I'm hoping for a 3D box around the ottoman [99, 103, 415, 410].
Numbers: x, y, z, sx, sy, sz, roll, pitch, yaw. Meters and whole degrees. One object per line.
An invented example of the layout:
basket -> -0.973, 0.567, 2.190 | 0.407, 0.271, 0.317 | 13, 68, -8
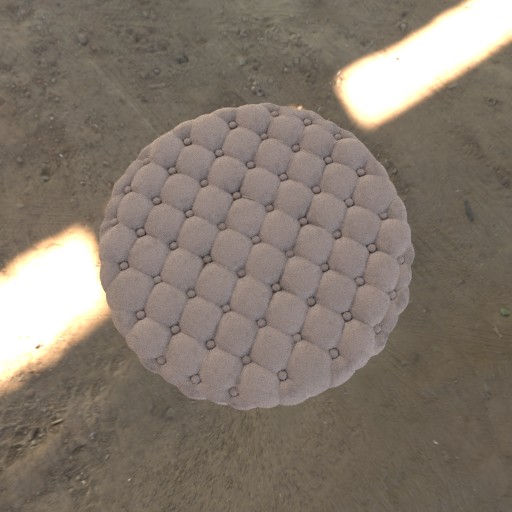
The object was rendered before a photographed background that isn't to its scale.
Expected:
ottoman -> 0.000, 0.000, 1.529 | 0.998, 0.399, 0.998 | 0, 75, 0
